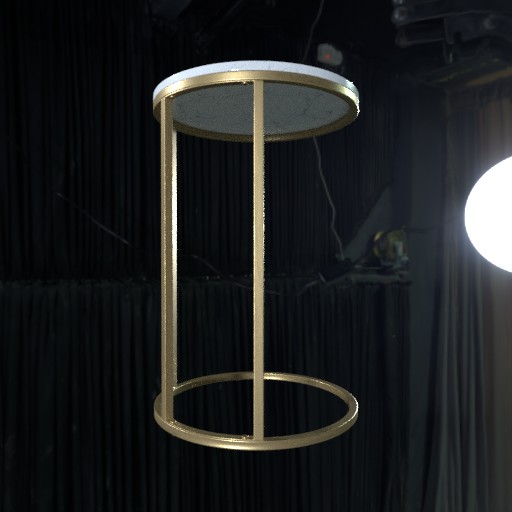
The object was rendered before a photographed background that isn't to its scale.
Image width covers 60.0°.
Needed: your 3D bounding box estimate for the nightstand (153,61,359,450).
[{"bbox_3d":[0.000,0.000,0.890,0.400,0.610,0.400,-1,1,-36],"label":"nightstand"}]
